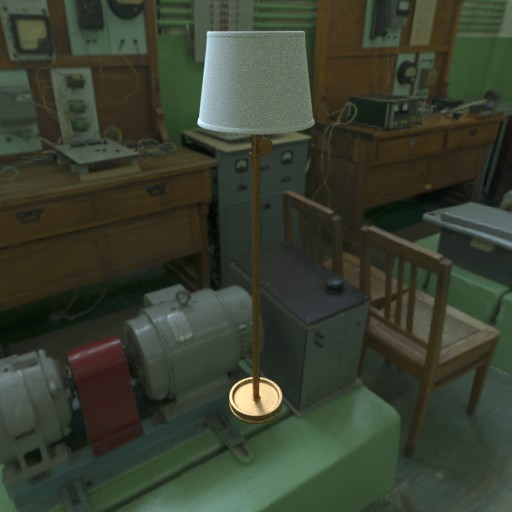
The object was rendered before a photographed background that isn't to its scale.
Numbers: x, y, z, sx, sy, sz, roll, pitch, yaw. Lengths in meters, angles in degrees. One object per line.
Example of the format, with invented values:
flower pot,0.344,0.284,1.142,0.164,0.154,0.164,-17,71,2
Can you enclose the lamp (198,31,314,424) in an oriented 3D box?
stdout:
lamp,0.000,0.000,0.787,0.178,0.710,0.178,0,27,0
